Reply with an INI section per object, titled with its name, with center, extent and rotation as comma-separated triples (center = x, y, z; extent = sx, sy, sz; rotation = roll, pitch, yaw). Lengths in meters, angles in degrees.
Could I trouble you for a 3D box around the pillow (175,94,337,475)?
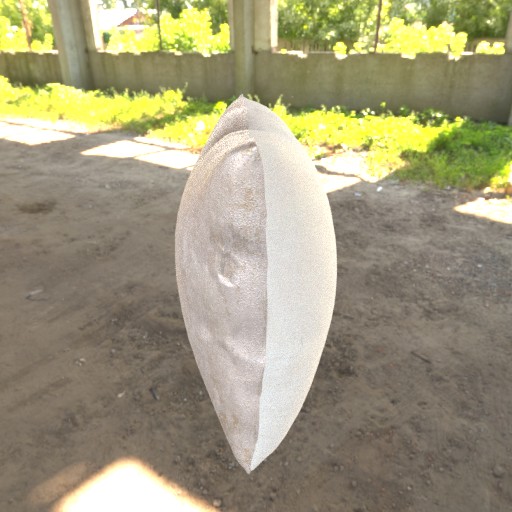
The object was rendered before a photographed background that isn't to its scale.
[pillow]
center = 0.000, 0.000, 0.707
extent = 0.245, 0.448, 0.450
rotation = 0, 26, -1
